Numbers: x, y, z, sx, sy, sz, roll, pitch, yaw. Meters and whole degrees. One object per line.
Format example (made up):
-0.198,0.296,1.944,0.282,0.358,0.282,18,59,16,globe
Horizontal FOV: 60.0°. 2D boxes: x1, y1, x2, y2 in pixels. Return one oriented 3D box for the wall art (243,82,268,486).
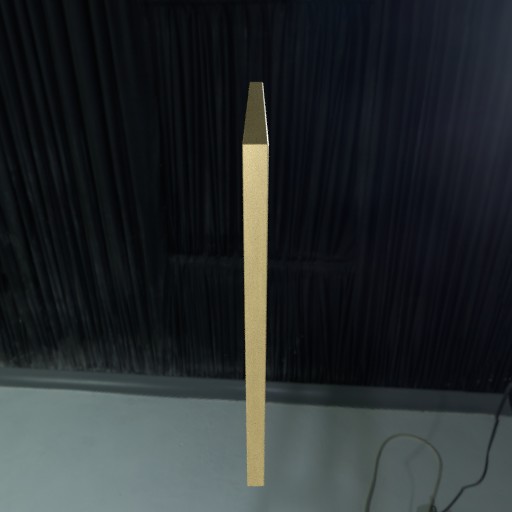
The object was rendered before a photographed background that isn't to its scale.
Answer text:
0.000,0.000,1.152,0.037,0.763,0.763,0,28,0,wall art
